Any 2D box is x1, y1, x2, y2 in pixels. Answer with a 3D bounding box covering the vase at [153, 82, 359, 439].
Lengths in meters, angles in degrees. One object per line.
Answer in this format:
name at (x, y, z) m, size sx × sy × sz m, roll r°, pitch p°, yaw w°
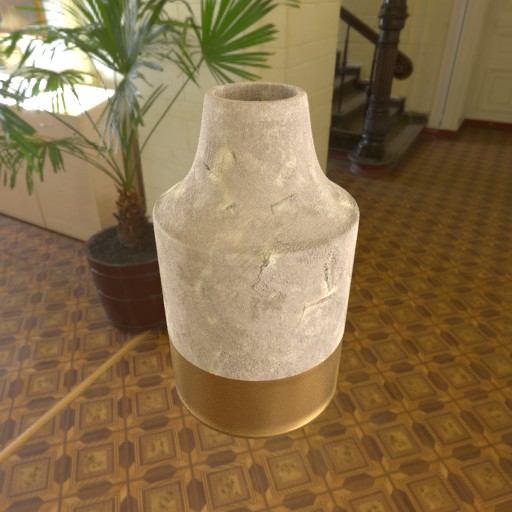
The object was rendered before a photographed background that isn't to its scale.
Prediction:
vase at (0.000, 0.000, 0.428) m, size 0.184 × 0.305 × 0.184 m, roll 0°, pitch 32°, yaw 0°
